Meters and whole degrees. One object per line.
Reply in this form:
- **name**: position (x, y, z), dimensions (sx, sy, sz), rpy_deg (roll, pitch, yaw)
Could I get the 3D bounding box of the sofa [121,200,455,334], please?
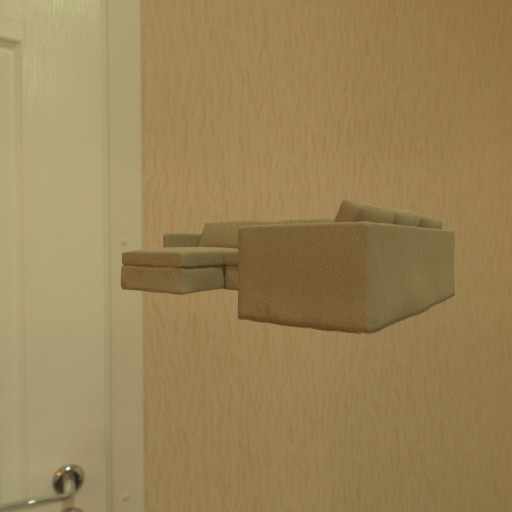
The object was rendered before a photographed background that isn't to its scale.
- **sofa**: position (0.000, 0.000, 4.705), dimensions (3.528, 0.878, 2.476), rpy_deg (1, 2, 36)
